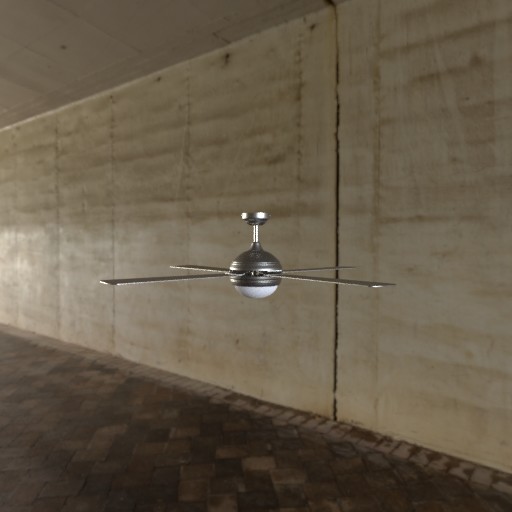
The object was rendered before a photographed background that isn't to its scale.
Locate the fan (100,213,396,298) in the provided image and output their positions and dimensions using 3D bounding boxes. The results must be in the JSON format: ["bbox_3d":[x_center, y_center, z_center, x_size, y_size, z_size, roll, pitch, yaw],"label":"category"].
[{"bbox_3d":[0.000,0.000,1.994,1.321,0.381,1.321,-1,2,-18],"label":"fan"}]
